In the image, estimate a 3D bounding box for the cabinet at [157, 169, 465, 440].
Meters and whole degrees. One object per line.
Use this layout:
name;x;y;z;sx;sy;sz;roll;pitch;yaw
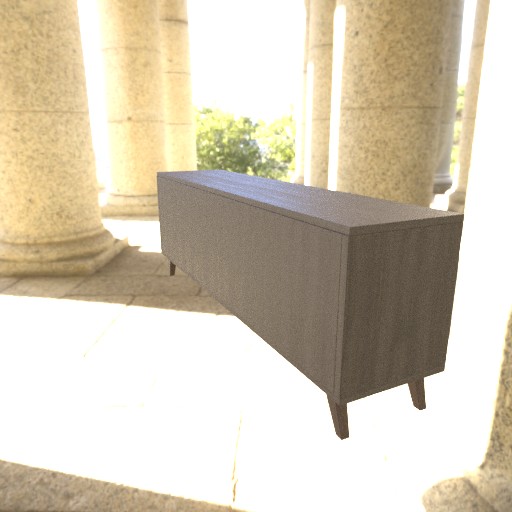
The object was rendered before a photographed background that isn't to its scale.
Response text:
cabinet;0.000;0.000;2.467;0.499;0.779;2.198;-8;17;-26
